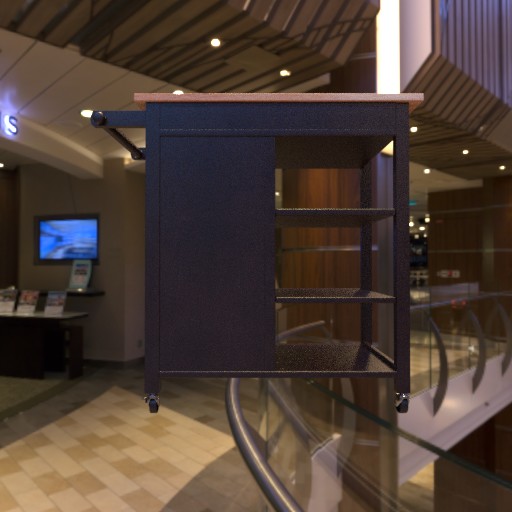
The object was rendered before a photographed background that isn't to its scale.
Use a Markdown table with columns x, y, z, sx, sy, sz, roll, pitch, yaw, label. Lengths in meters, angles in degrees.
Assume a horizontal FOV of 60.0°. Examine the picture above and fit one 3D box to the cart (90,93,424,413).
| x | y | z | sx | sy | sz | roll | pitch | yaw | label |
| --- | --- | --- | --- | --- | --- | --- | --- | --- | --- |
| 0.000 | 0.000 | 1.433 | 0.914 | 0.878 | 0.472 | 0 | -1 | 0 | cart |
